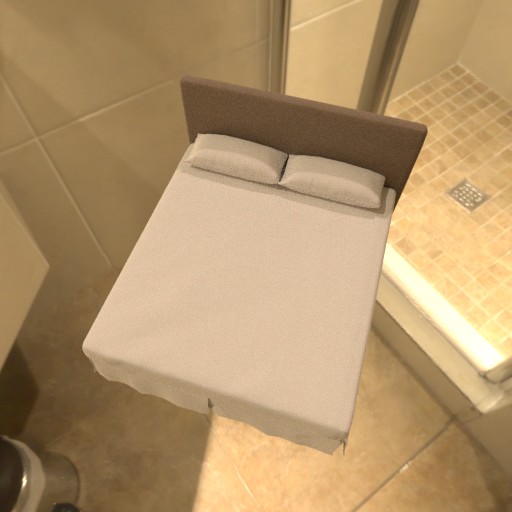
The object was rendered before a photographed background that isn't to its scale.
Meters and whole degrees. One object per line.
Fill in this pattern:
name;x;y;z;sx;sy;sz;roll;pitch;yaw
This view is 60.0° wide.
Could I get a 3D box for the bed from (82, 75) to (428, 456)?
bed;0.000;0.000;3.543;2.119;1.317;2.341;15;60;9
